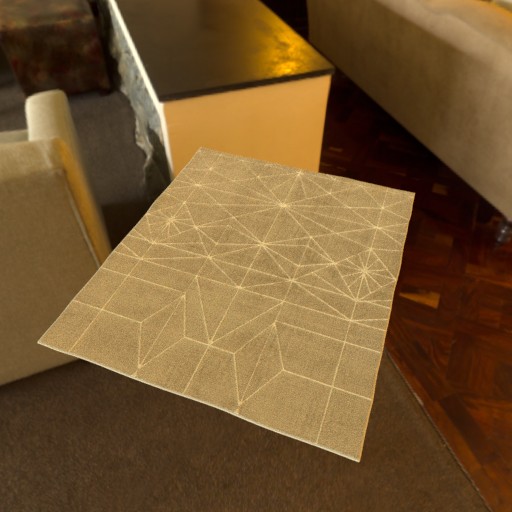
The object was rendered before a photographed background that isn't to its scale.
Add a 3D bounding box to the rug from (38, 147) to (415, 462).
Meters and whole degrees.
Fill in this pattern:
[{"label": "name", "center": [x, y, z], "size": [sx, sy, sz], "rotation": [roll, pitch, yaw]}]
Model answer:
[{"label": "rug", "center": [0.000, 0.000, 0.885], "size": [0.548, 0.006, 0.639], "rotation": [15, 48, 14]}]
